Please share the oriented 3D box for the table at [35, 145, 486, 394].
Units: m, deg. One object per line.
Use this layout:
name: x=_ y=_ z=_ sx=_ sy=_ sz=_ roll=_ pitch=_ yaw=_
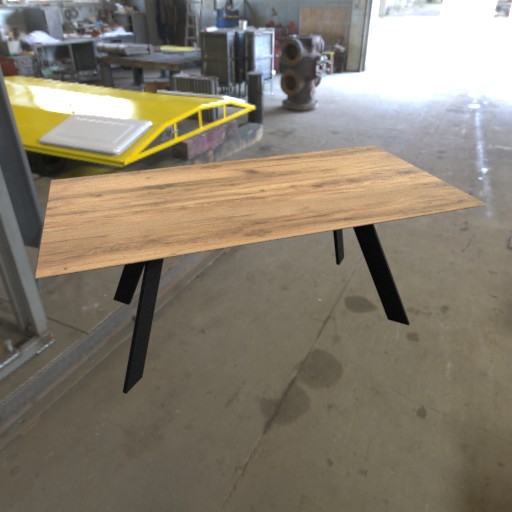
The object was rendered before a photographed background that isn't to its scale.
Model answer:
table: x=0.000 y=0.000 z=2.460 sx=2.000 sy=0.770 sz=1.000 roll=-10 pitch=32 yaw=-16
